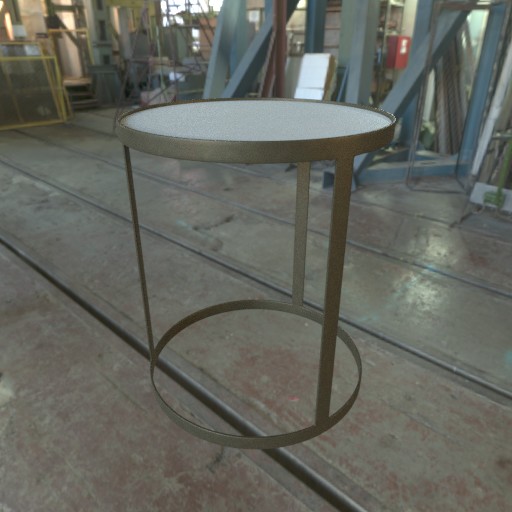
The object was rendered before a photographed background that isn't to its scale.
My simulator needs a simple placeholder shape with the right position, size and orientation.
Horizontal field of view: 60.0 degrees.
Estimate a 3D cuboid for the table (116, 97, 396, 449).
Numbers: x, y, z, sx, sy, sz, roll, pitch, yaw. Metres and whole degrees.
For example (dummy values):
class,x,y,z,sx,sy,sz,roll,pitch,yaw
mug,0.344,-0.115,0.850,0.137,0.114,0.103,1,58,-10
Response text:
class,x,y,z,sx,sy,sz,roll,pitch,yaw
table,0.000,0.000,0.913,0.480,0.565,0.480,0,26,0
